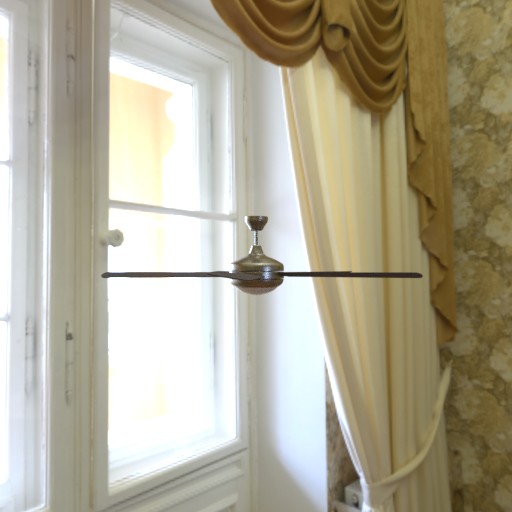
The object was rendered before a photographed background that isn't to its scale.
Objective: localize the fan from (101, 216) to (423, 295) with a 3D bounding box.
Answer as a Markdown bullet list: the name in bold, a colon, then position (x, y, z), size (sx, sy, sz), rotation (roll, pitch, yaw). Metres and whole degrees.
- **fan**: position (0.000, 0.000, 2.015), size (1.321, 0.356, 1.321), rotation (0, -2, -1)
